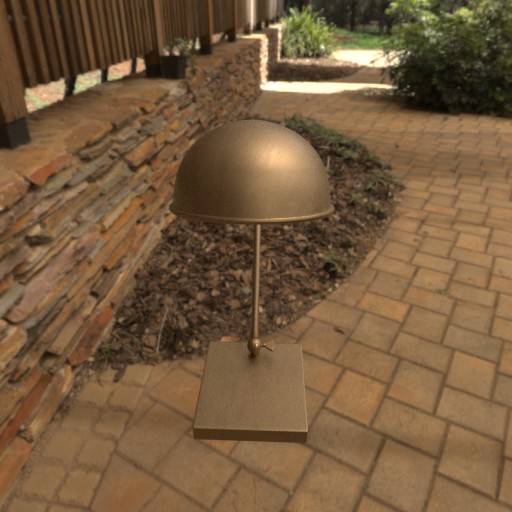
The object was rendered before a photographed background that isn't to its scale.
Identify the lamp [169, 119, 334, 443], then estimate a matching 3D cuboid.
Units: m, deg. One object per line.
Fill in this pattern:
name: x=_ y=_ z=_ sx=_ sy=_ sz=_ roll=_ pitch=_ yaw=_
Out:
lamp: x=0.000 y=0.000 z=0.545 sx=0.149 sy=0.371 sz=0.339 roll=1 pitch=30 yaw=2
